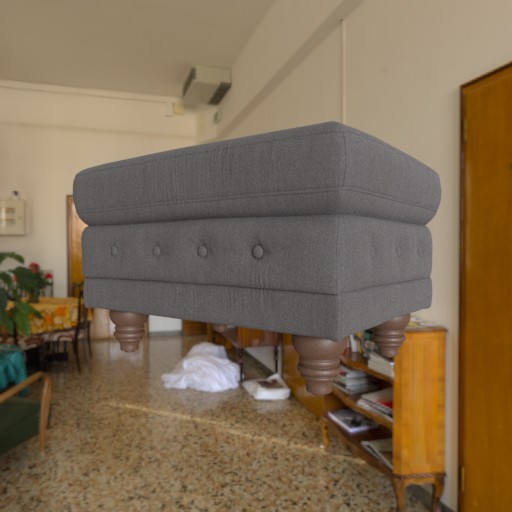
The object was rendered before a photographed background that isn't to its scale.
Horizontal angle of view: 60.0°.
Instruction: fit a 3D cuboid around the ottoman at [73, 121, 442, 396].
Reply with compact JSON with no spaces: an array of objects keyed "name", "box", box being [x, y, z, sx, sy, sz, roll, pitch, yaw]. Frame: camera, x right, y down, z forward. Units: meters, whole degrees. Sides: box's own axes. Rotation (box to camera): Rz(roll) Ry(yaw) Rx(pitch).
[{"name":"ottoman","box":[0.000,0.000,1.129,0.771,0.500,0.569,1,1,37]}]
